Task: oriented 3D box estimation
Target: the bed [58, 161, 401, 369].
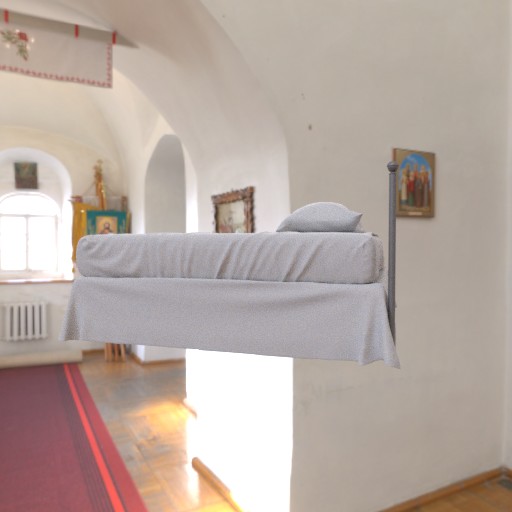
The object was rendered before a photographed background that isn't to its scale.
[{"bbox_3d":[0.000,0.000,3.602,2.220,1.080,2.309,1,2,17],"label":"bed"}]
